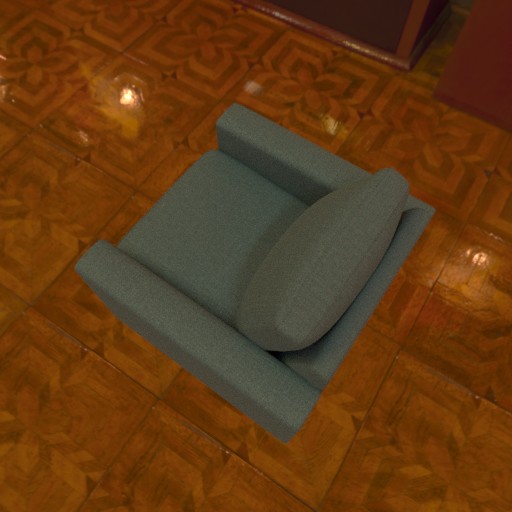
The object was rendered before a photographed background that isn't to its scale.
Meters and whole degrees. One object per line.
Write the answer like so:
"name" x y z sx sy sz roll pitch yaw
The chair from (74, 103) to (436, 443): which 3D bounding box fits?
"chair" 0.000 0.000 1.873 1.038 1.010 1.024 32 68 15
